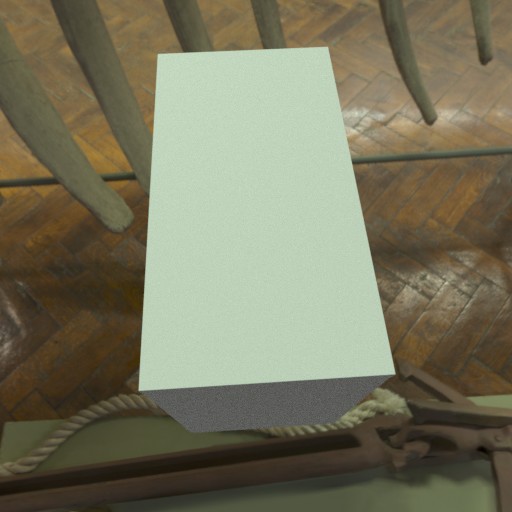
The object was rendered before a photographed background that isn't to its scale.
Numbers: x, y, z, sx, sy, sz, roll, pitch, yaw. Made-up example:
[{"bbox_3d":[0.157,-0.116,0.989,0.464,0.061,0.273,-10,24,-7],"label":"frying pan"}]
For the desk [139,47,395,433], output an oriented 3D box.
[{"bbox_3d":[0.000,0.000,1.336,0.482,0.730,0.898,-3,63,-2],"label":"desk"}]
